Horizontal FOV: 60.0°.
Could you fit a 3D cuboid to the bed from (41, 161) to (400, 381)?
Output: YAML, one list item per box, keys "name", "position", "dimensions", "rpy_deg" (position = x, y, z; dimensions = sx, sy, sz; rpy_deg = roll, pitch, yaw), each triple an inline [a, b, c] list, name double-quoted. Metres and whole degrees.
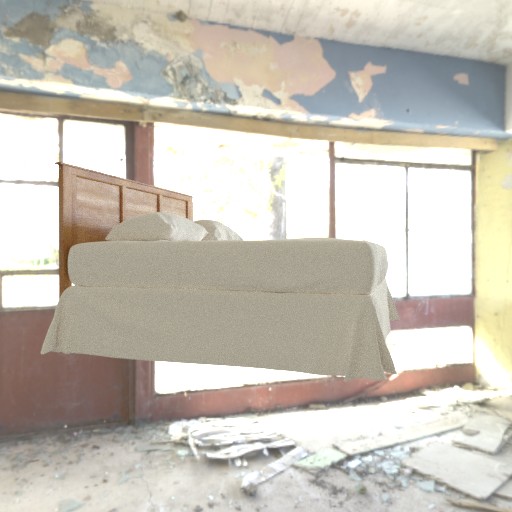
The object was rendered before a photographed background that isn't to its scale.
- name: "bed"
  position: [0.000, 0.000, 3.601]
  dimensions: [2.215, 1.270, 2.317]
  rpy_deg: [0, 1, 18]
